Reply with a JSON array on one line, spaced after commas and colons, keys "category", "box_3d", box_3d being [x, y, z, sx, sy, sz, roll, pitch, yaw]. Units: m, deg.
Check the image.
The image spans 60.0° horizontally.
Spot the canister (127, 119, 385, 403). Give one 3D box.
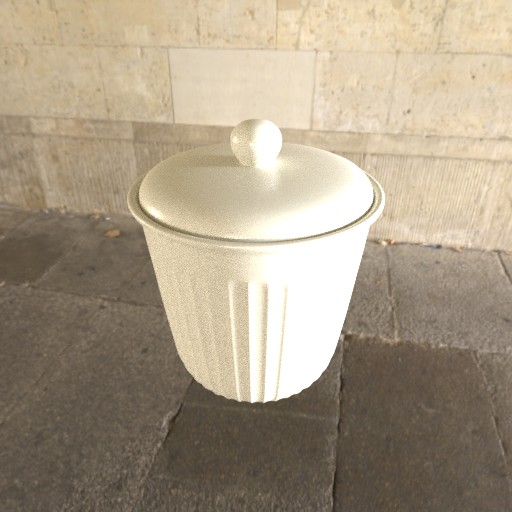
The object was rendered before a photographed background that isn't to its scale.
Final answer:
[{"category": "canister", "box_3d": [0.000, 0.000, 0.350, 0.181, 0.211, 0.181, 0, 30, 0]}]
